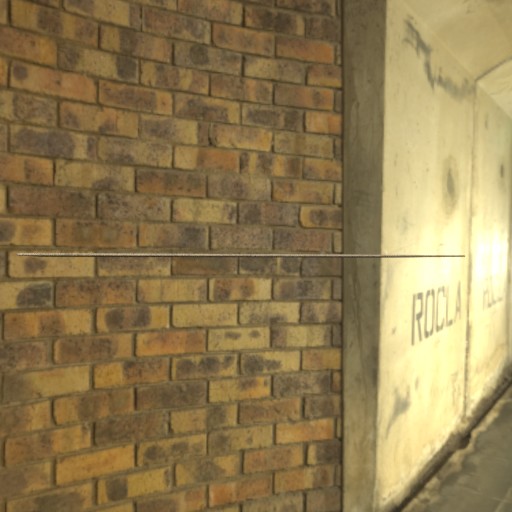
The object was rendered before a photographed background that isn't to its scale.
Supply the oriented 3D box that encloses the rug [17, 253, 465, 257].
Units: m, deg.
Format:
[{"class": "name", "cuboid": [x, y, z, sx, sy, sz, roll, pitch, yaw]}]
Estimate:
[{"class": "rug", "cuboid": [0.000, 0.000, 2.658, 2.435, 0.011, 0.750, 0, -1, -18]}]
